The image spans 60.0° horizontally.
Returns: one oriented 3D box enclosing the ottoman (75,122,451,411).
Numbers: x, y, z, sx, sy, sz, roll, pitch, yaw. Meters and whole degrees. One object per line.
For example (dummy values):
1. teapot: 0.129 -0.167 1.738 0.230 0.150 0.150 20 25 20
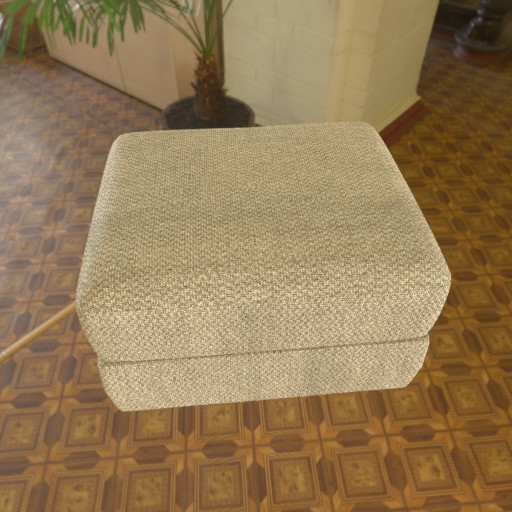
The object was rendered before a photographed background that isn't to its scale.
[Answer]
1. ottoman: 0.000 0.000 1.135 0.751 0.476 0.603 -4 47 -4
